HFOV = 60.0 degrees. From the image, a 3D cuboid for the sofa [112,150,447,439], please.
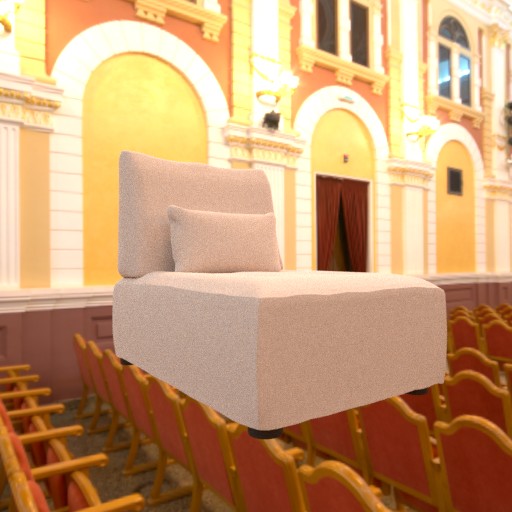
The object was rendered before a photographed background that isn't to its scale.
[{"bbox_3d":[0.000,0.000,1.538,0.700,0.820,1.000,0,0,-35],"label":"sofa"}]
